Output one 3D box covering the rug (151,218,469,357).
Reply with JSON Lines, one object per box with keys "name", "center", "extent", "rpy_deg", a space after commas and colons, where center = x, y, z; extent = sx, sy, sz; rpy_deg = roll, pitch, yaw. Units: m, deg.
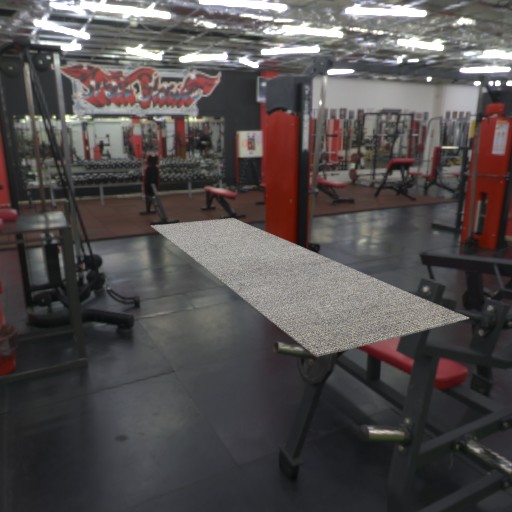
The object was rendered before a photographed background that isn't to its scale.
{"name": "rug", "center": [0.000, 0.000, 2.559], "extent": [0.697, 0.013, 2.335], "rpy_deg": [-7, 17, -25]}
